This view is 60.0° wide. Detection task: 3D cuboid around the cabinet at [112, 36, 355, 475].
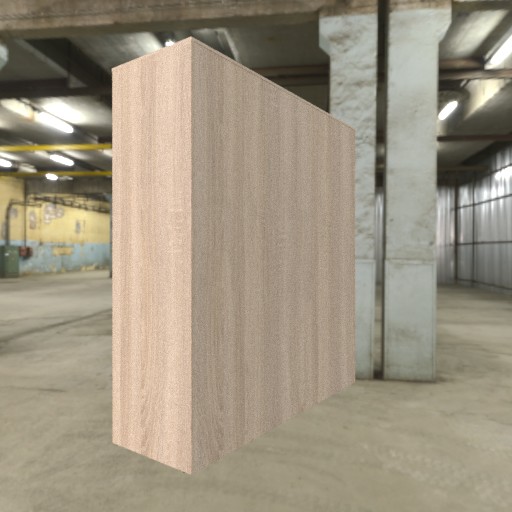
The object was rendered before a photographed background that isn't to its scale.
[{"bbox_3d":[0.000,0.000,3.014,0.620,2.060,1.870,0,0,36],"label":"cabinet"}]
